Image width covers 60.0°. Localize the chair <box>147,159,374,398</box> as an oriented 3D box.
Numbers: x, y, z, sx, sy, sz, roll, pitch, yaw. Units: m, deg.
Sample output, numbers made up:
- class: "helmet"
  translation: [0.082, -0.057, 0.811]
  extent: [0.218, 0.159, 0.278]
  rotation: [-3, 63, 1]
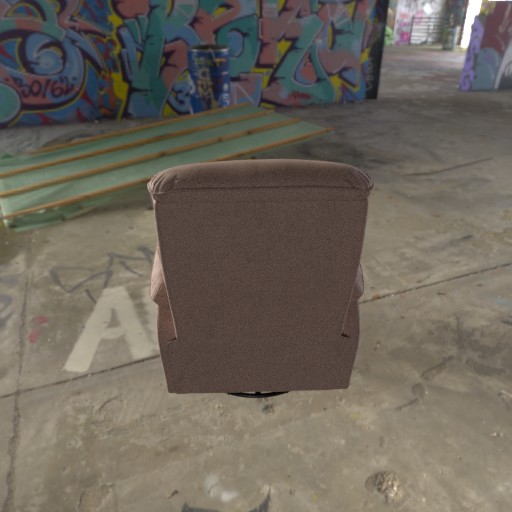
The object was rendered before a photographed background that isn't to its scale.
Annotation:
- class: "chair"
  translation: [0.000, 0.000, 1.795]
  extent: [0.820, 1.037, 1.004]
  rotation: [-1, 29, -2]
